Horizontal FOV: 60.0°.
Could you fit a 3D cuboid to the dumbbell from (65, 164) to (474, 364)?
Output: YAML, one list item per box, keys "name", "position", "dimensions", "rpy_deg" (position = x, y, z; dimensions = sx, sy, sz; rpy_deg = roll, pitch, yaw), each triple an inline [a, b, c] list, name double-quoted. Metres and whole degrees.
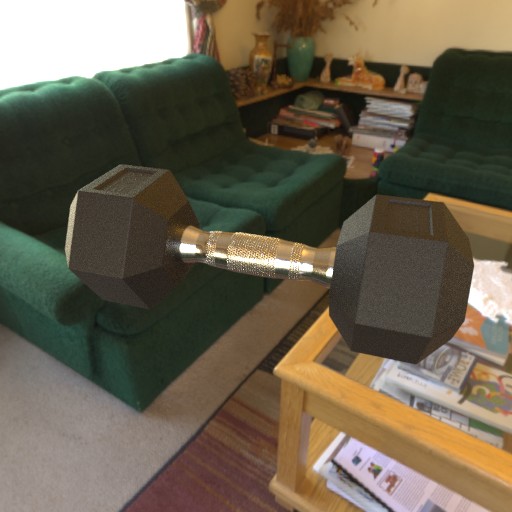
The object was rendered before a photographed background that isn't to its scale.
- name: "dumbbell"
  position: [0.000, 0.000, 0.345]
  dimensions: [0.297, 0.101, 0.116]
  rpy_deg: [9, 33, 15]
